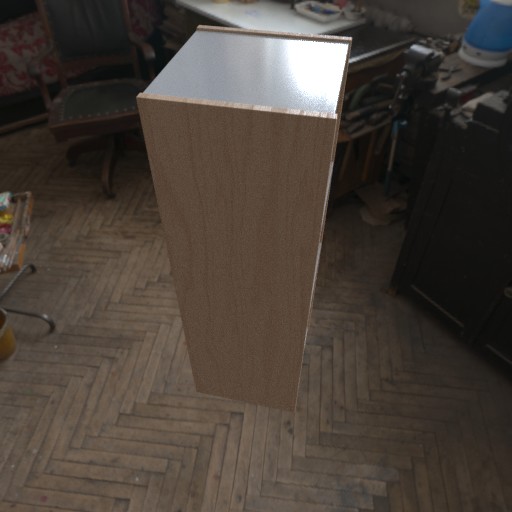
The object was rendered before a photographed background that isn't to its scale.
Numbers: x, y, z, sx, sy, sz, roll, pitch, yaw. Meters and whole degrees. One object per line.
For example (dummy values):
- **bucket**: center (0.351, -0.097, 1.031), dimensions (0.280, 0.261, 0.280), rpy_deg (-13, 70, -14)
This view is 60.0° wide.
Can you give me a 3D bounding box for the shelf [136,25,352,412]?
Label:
- **shelf**: center (0.000, 0.000, 1.045), dimensions (0.290, 0.900, 0.300), rpy_deg (9, 47, 9)
